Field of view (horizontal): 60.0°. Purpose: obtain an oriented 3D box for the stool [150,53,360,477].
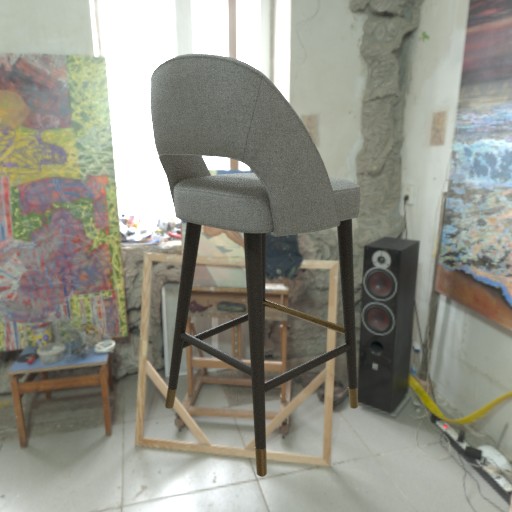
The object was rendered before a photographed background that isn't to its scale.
[{"bbox_3d":[0.000,0.000,1.309,0.509,1.037,0.494,-14,20,-43],"label":"stool"}]
